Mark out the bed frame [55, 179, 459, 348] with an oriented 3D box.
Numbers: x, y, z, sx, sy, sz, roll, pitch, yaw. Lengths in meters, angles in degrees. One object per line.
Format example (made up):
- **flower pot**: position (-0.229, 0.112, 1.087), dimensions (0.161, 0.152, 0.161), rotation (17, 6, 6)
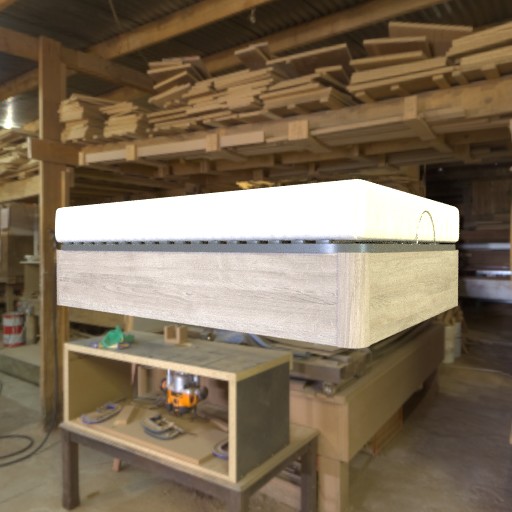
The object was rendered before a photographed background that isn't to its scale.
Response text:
- **bed frame**: position (0.000, 0.000, 2.549), dimensions (1.900, 0.561, 1.400), rotation (1, 2, 37)
